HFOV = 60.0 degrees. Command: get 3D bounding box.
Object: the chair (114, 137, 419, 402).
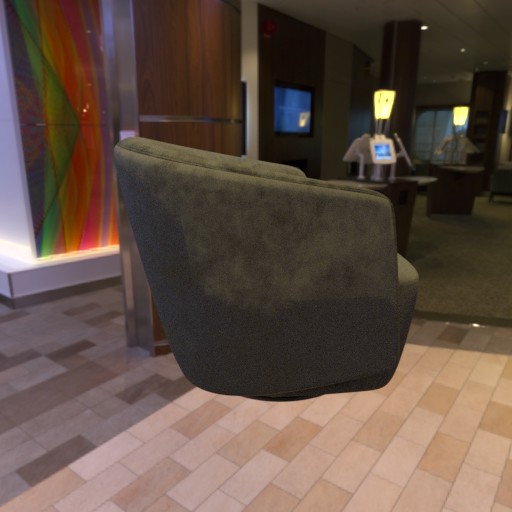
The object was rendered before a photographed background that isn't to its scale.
[{"bbox_3d":[0.000,0.000,1.343,0.767,0.698,0.773,-2,15,-9],"label":"chair"}]
